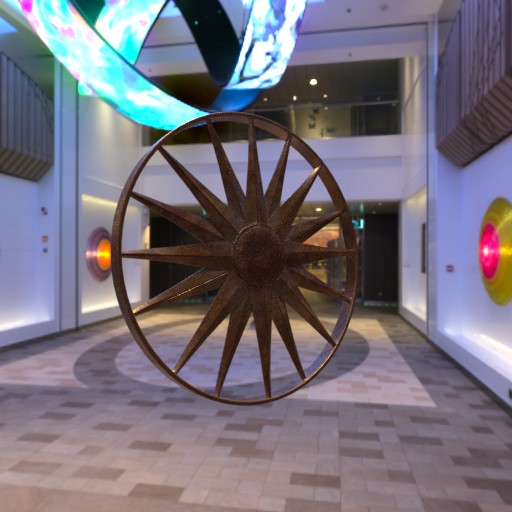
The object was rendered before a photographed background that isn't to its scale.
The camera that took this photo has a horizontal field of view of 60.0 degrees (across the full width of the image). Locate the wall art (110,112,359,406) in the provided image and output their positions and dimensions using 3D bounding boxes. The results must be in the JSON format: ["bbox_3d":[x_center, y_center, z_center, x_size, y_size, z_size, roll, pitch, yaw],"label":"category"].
[{"bbox_3d":[0.000,0.000,0.903,0.582,0.583,0.084,0,0,-36],"label":"wall art"}]
